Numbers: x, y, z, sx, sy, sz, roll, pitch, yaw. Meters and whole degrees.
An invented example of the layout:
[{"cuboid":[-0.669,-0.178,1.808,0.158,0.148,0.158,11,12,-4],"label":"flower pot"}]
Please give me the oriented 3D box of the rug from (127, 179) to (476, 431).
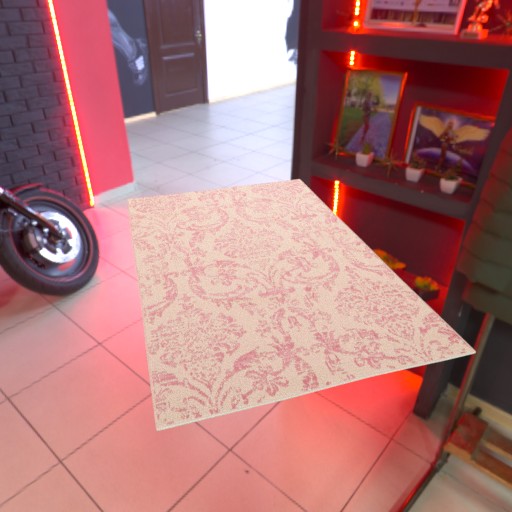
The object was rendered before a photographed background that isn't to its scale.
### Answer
[{"cuboid":[0.000,0.000,2.306,1.219,0.012,1.839,-9,33,-14],"label":"rug"}]
